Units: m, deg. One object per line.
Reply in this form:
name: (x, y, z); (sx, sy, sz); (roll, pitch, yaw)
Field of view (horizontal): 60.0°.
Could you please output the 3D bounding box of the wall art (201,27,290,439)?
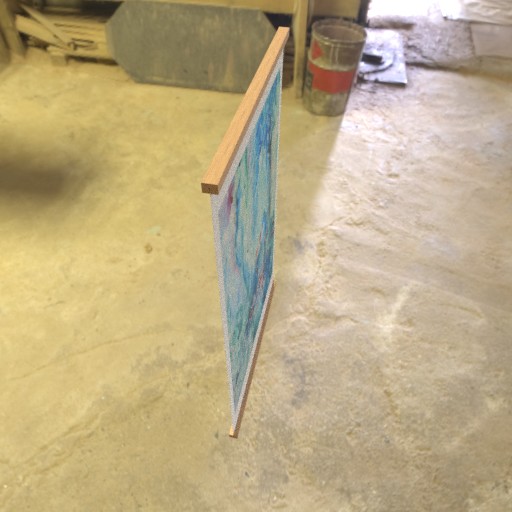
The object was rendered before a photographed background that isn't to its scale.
wall art: (0.000, 0.000, 1.903); (0.040, 1.510, 0.991); (9, 47, 9)
